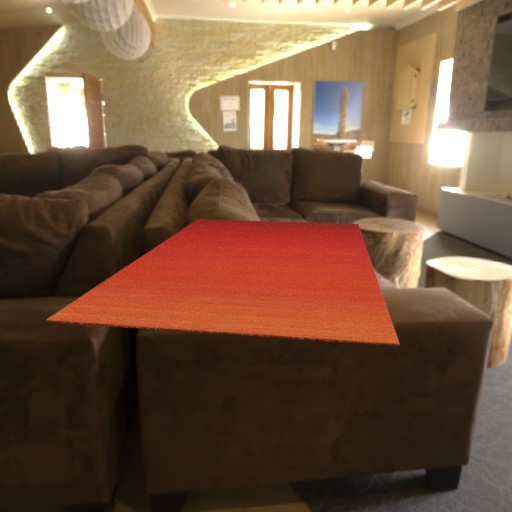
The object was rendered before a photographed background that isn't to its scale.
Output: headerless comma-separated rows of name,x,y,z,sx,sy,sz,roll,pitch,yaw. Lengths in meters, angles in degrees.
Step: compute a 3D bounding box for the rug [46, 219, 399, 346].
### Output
rug,0.000,0.000,3.029,1.531,0.010,2.442,2,16,8
